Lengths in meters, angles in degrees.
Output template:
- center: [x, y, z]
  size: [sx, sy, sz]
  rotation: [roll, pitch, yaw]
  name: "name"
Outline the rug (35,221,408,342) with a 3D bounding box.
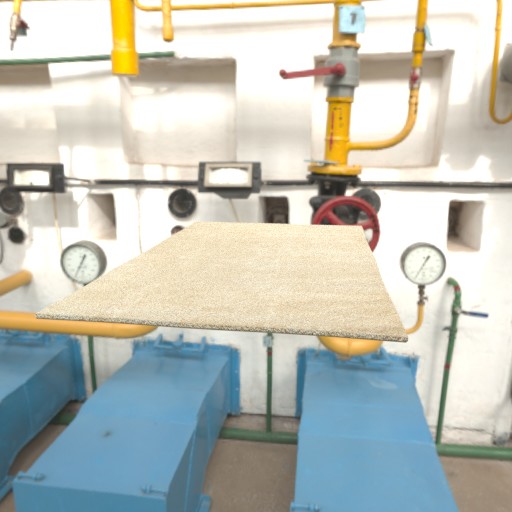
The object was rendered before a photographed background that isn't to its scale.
- center: [0.000, 0.000, 2.862]
  size: [1.500, 0.025, 2.346]
  rotation: [2, 14, 9]
  name: "rug"
